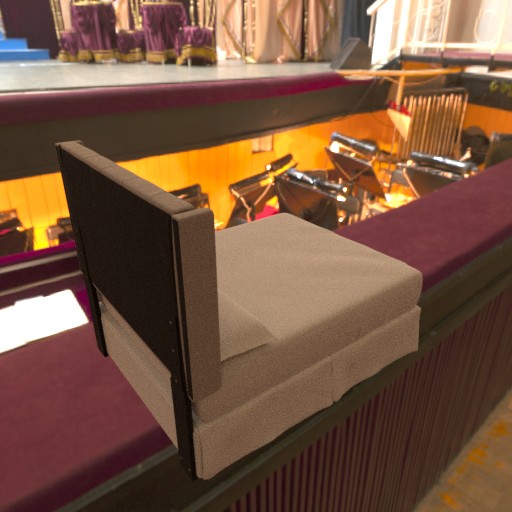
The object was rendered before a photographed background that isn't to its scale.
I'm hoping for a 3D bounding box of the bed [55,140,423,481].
[{"bbox_3d":[0.000,0.000,3.259,2.066,1.665,1.719,-19,32,-33],"label":"bed"}]
